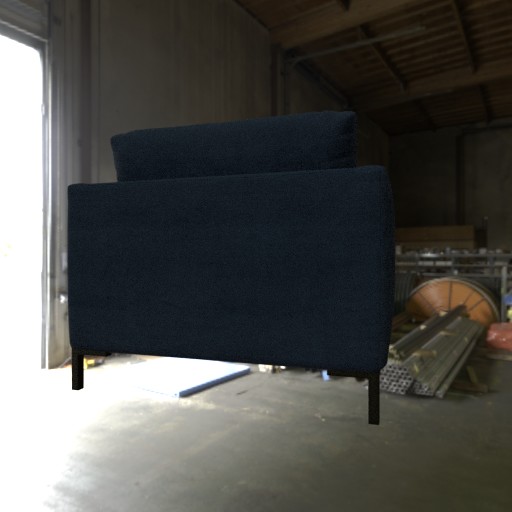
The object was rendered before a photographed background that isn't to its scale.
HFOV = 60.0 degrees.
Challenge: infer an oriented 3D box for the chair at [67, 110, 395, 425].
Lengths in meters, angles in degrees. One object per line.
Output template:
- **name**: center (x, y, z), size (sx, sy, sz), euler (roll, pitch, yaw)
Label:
- **chair**: center (0.000, 0.000, 1.606), size (0.964, 0.812, 0.875), euler (0, 0, 18)
